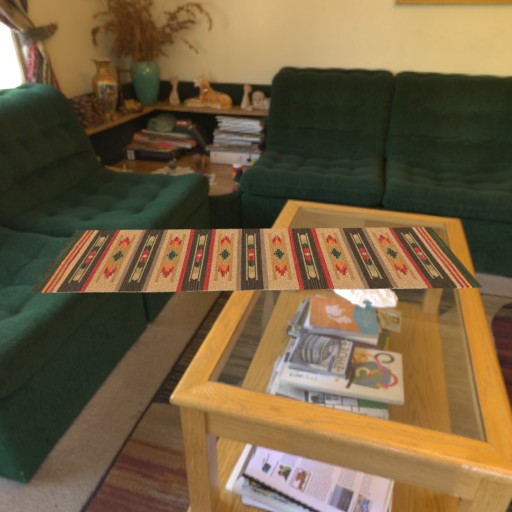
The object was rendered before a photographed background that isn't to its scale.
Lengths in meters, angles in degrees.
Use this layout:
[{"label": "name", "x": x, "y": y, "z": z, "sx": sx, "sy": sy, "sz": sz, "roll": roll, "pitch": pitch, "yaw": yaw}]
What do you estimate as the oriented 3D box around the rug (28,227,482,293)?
[{"label": "rug", "x": 0.000, "y": 0.000, "z": 2.710, "sx": 2.440, "sy": 0.009, "sz": 0.760, "roll": -1, "pitch": 29, "yaw": -1}]
